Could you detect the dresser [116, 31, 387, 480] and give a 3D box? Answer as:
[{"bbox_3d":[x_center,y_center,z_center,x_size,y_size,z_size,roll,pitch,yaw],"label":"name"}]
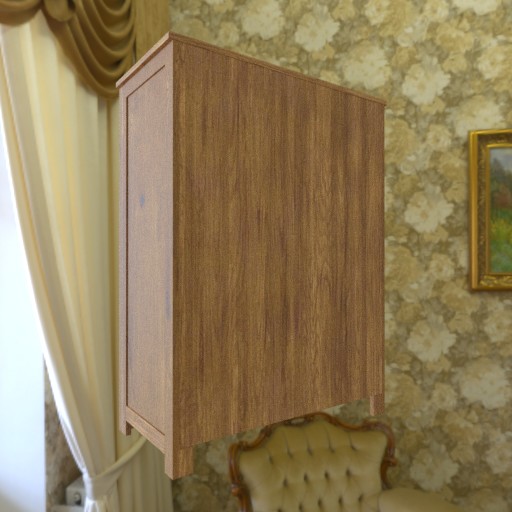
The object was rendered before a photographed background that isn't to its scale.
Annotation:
[{"bbox_3d":[0.000,0.000,1.943,1.081,1.431,0.558,0,0,-36],"label":"dresser"}]
